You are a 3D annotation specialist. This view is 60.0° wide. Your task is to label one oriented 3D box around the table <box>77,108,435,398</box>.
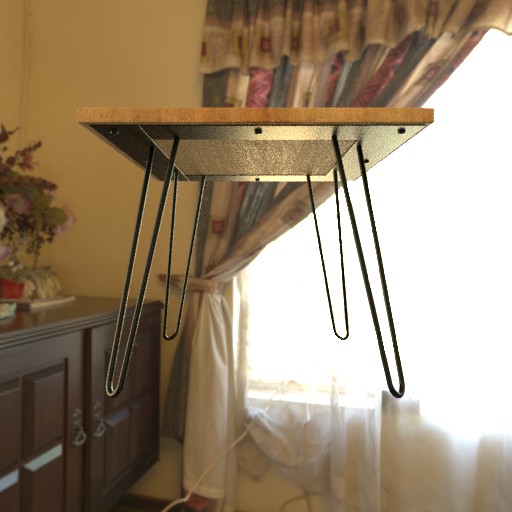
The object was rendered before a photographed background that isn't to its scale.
[{"bbox_3d":[0.000,0.000,1.041,0.599,0.500,0.599,0,0,0],"label":"table"}]
